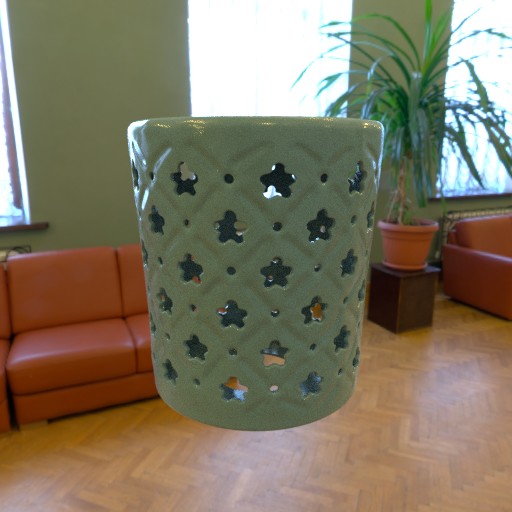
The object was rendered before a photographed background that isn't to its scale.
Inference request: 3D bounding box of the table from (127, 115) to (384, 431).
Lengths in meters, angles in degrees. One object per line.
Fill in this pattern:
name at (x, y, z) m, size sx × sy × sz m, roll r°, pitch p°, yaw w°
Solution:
table at (0.000, 0.000, 0.667) m, size 0.352 × 0.387 × 0.352 m, roll 0°, pitch 14°, yaw 0°
